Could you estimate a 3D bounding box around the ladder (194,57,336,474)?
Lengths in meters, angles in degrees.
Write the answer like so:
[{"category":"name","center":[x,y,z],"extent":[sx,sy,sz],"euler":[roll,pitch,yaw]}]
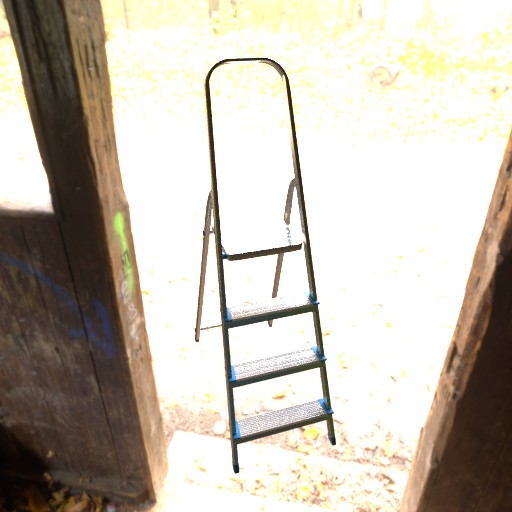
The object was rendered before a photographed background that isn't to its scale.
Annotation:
[{"category":"ladder","center":[0.000,0.000,1.774],"extent":[0.445,1.434,0.842],"euler":[-9,32,-15]}]
